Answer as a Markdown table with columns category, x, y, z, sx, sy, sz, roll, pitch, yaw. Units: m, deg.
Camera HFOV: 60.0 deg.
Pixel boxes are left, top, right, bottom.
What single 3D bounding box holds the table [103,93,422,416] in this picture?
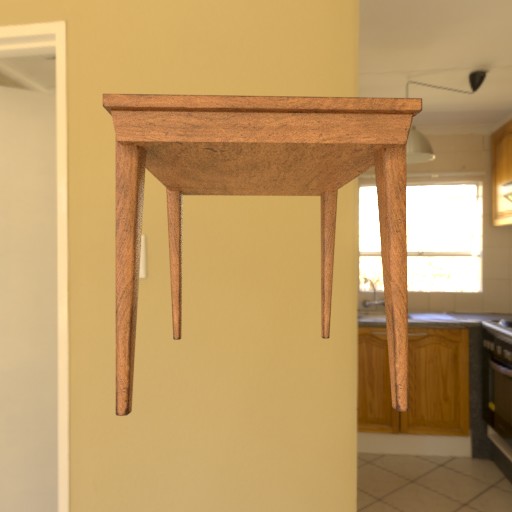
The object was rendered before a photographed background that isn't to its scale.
| category | x | y | z | sx | sy | sz | roll | pitch | yaw |
| --- | --- | --- | --- | --- | --- | --- | --- | --- | --- |
| table | 0.000 | 0.000 | 1.562 | 0.757 | 0.760 | 1.027 | 0 | 0 | -2 |
